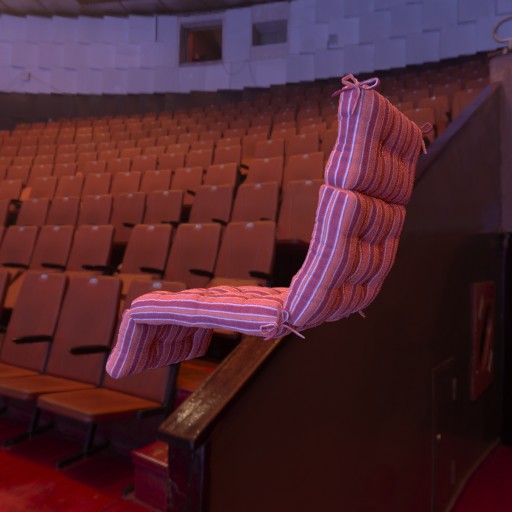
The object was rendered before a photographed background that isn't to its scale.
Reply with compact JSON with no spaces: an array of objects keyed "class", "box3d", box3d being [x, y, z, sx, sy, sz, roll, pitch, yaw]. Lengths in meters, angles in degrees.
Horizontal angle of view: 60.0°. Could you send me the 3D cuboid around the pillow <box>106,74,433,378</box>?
[{"class":"pillow","box3d":[0.000,0.000,1.482,1.016,0.863,0.526,0,0,35]}]
